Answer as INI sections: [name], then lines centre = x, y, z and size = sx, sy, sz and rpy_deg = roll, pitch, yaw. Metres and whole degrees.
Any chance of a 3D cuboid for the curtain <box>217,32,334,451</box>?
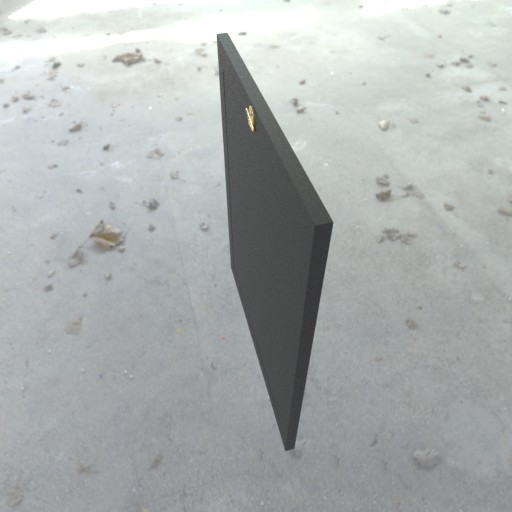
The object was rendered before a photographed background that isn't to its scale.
[curtain]
centre = 0.000, 0.000, 0.791
size = 0.027, 0.585, 0.483
rpy_deg = -11, 48, -10
